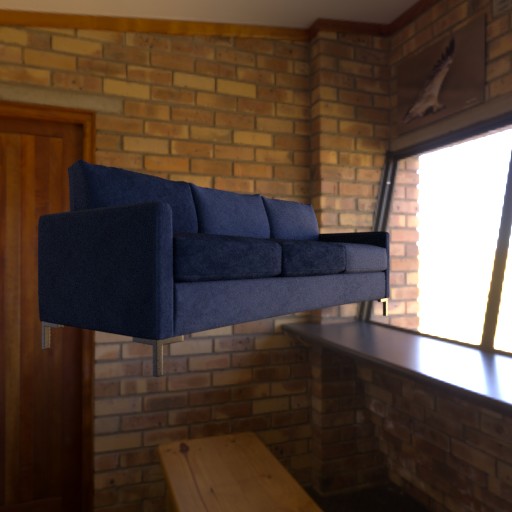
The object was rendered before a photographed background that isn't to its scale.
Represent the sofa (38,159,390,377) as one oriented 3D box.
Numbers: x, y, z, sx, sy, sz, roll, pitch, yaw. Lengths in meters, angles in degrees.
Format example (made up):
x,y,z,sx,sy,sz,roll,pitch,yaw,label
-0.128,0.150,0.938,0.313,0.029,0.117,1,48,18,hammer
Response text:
x,y,z,sx,sy,sz,roll,pitch,yaw,label
0.000,0.000,2.680,0.875,0.879,2.252,0,-1,38,sofa
